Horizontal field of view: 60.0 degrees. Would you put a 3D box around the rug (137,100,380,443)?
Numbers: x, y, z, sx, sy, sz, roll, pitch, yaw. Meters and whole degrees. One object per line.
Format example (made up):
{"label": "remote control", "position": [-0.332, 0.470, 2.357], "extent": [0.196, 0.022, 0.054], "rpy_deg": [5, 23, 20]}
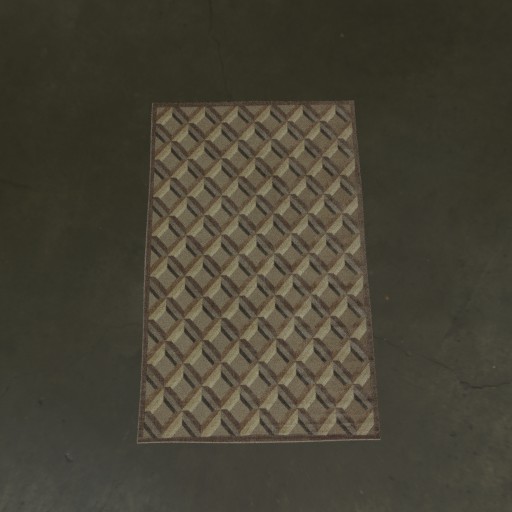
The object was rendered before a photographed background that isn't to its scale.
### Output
{"label": "rug", "position": [0.000, 0.000, 2.134], "extent": [1.066, 0.011, 1.677], "rpy_deg": [-1, 76, 0]}
